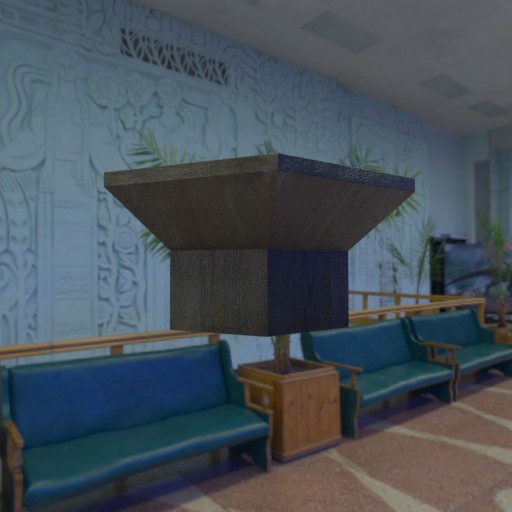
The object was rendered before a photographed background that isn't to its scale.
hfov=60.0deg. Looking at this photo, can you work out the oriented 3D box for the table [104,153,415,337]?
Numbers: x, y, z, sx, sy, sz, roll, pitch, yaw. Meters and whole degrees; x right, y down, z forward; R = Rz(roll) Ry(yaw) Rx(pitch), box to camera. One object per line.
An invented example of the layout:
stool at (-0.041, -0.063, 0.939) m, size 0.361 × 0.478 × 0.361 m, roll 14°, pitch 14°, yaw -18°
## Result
table at (0.000, 0.000, 1.640) m, size 1.115 × 0.488 × 0.966 m, roll 1°, pitch -1°, yaw -36°
